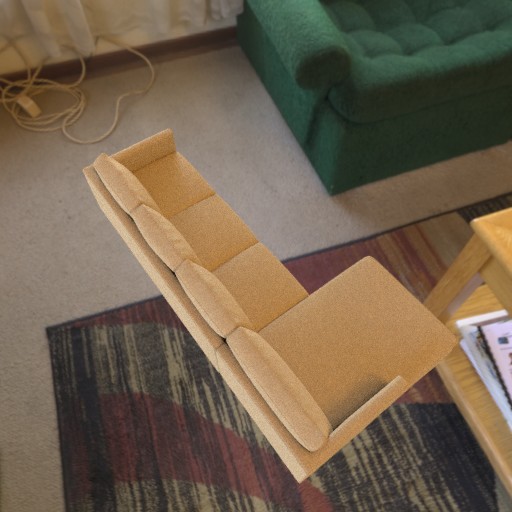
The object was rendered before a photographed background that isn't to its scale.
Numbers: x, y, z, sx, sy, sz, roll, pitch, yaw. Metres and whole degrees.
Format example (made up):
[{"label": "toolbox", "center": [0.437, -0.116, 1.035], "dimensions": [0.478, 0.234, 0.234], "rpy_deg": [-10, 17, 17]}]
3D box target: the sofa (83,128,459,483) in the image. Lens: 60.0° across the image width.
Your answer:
[{"label": "sofa", "center": [0.000, 0.000, 3.862], "dimensions": [1.625, 0.846, 3.186], "rpy_deg": [-32, 63, -19]}]
